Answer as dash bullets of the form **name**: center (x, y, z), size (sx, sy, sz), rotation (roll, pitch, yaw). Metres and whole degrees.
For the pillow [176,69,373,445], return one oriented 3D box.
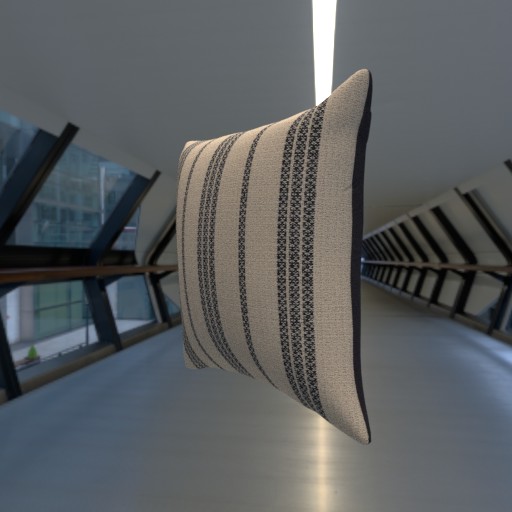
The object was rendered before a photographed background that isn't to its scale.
- **pillow**: center (0.000, 0.000, 0.637), size (0.173, 0.406, 0.405), rotation (0, 1, -37)
